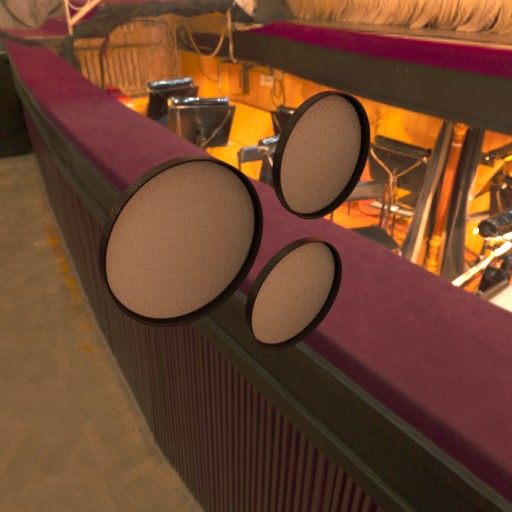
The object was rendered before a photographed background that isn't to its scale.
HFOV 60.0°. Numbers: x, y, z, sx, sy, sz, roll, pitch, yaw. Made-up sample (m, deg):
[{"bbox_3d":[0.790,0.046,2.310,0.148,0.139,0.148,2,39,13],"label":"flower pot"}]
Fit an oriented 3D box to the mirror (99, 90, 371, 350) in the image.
[{"bbox_3d":[0.000,0.000,3.170,2.160,2.096,0.076,-22,37,-32],"label":"mirror"}]
